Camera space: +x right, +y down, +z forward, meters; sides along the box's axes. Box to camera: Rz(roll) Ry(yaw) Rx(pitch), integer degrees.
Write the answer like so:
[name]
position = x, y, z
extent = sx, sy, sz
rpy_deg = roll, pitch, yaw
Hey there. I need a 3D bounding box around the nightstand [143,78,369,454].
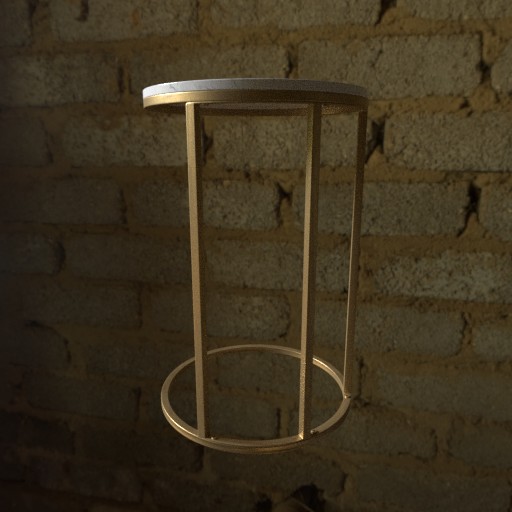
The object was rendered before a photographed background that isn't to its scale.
[nightstand]
position = 0.000, 0.000, 0.883
extent = 0.400, 0.610, 0.400
rpy_deg = -7, 16, -26
